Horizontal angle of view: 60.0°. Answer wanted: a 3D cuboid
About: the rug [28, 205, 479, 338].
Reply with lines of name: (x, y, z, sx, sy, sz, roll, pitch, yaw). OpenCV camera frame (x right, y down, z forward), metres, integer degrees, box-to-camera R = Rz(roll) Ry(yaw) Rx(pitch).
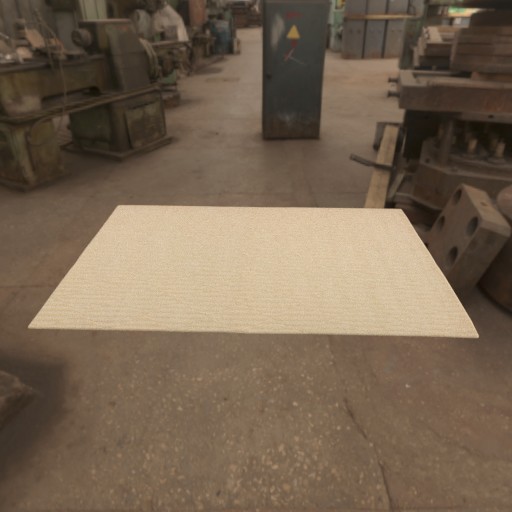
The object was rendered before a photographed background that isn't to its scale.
rug: (0.000, 0.000, 2.332, 1.848, 0.014, 1.238, 1, 31, 2)
